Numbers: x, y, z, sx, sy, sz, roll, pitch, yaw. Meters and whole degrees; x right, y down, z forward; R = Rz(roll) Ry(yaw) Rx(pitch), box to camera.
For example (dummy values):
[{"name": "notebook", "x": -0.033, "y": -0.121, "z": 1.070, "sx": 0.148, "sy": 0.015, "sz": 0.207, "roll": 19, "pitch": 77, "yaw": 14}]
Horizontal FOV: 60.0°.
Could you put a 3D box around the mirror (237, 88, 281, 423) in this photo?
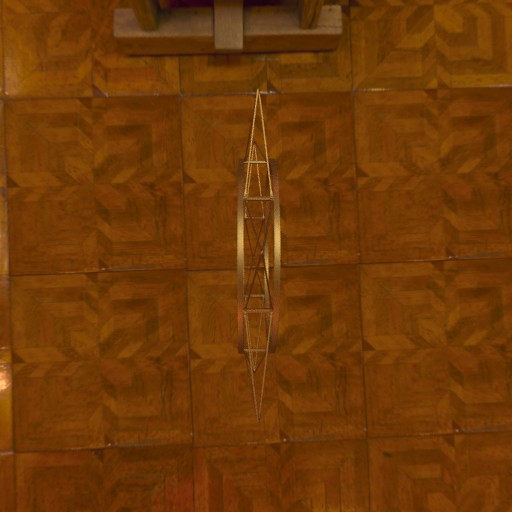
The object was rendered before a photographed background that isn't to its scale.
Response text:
[{"name": "mirror", "x": 0.000, "y": 0.000, "z": 0.803, "sx": 0.062, "sy": 0.581, "sz": 0.498, "roll": 0, "pitch": 89, "yaw": -1}]
